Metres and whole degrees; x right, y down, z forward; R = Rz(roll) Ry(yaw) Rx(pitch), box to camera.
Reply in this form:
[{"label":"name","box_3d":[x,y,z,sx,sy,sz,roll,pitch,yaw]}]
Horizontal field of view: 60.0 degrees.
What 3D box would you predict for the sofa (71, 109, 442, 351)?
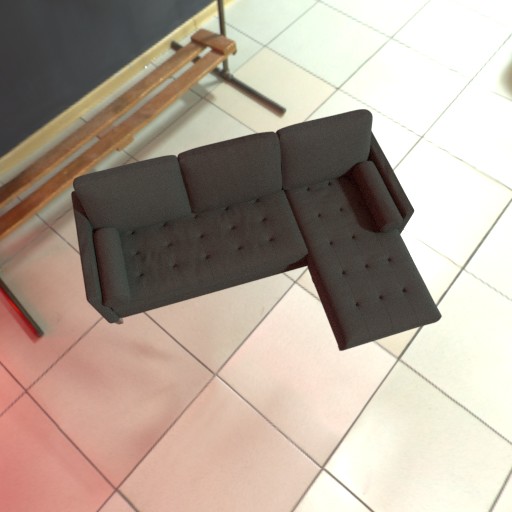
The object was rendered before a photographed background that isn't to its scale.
[{"label":"sofa","box_3d":[0.000,0.000,2.971,2.178,0.876,1.506,-15,65,-7]}]
